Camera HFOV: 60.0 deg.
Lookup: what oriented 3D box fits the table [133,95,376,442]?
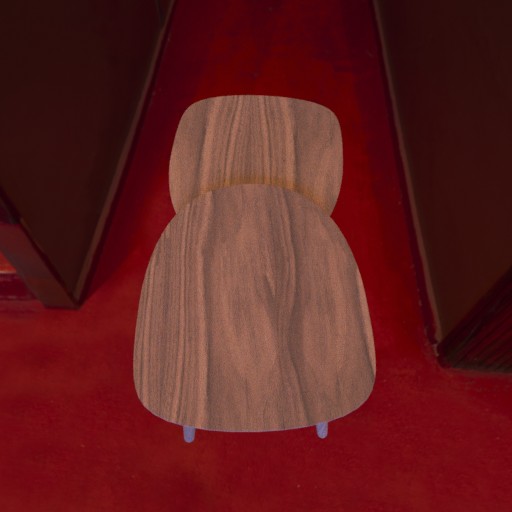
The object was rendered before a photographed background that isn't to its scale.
[{"bbox_3d":[0.000,0.000,1.332,0.527,0.429,1.084,1,57,1],"label":"table"}]
